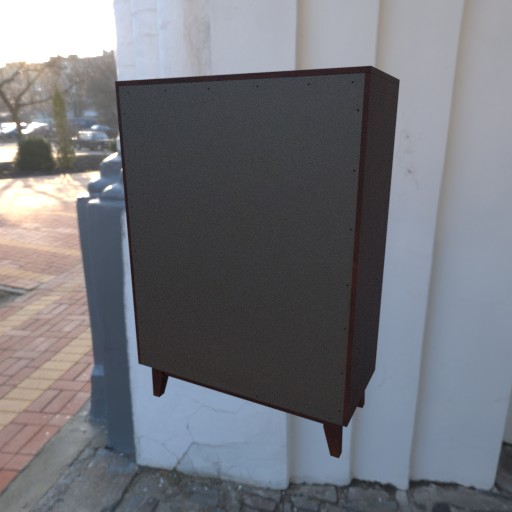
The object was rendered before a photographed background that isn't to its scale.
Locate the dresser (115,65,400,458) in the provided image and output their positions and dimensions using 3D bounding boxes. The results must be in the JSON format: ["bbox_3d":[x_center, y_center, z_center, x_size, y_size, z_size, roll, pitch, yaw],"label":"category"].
[{"bbox_3d":[0.000,0.000,2.049,1.072,1.514,0.506,8,18,26],"label":"dresser"}]
